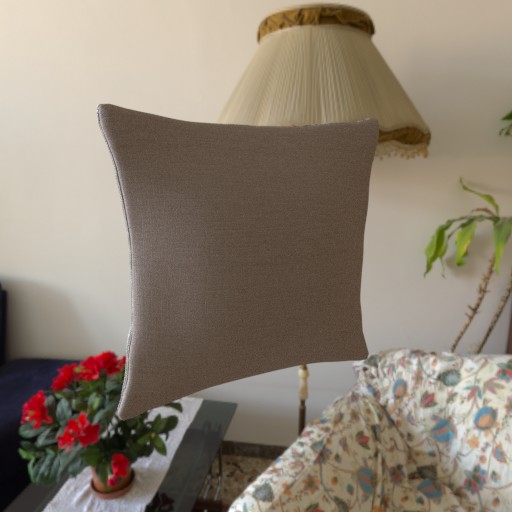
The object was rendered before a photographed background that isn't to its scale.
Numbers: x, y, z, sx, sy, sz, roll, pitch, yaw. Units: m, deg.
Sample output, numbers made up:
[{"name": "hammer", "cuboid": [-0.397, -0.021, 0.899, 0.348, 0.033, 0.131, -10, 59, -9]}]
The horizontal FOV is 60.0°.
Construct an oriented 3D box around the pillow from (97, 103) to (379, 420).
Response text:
[{"name": "pillow", "cuboid": [0.000, 0.000, 0.669, 0.435, 0.416, 0.189, -6, 14, -26]}]
